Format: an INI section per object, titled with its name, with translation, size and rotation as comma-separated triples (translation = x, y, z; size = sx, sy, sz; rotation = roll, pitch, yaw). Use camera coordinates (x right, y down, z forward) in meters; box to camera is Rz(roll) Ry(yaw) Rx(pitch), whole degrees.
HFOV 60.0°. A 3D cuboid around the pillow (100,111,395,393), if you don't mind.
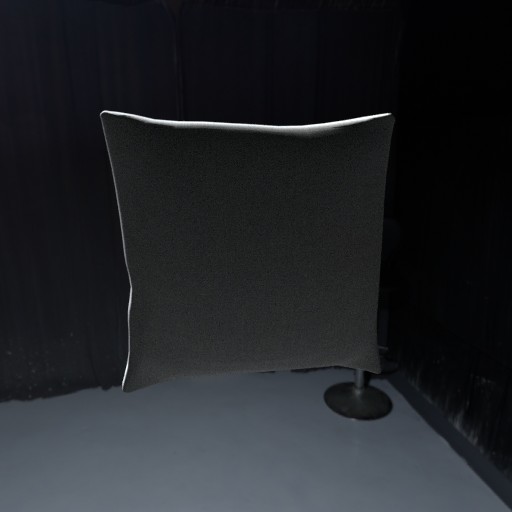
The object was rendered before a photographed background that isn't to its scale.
[pillow]
translation = 0.000, 0.000, 0.794
size = 0.496, 0.491, 0.219
rotation = -2, 15, -9
